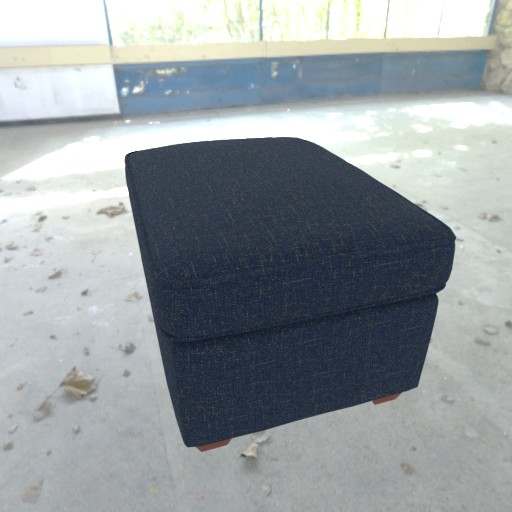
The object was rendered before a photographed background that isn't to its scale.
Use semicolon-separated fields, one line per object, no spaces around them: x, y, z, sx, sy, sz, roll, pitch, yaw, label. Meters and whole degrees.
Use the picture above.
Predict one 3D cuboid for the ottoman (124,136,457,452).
0.000;0.000;1.086;0.549;0.450;0.749;-9;30;-16;ottoman
